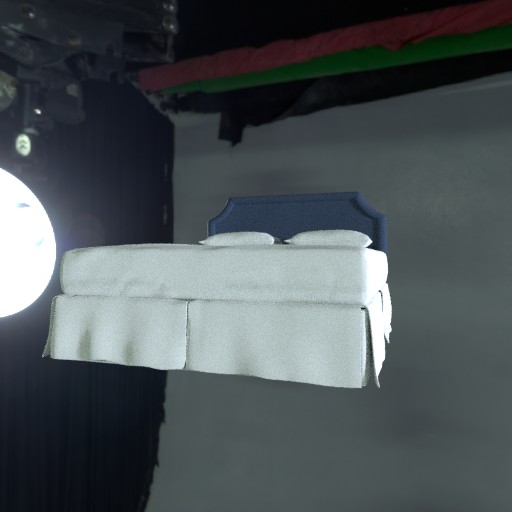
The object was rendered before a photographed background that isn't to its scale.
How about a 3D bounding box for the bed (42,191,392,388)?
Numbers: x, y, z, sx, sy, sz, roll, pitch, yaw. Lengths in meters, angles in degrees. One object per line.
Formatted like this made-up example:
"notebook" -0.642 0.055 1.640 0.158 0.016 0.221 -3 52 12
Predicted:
"bed" 0.000 0.000 4.074 2.350 1.488 2.773 0 0 19
